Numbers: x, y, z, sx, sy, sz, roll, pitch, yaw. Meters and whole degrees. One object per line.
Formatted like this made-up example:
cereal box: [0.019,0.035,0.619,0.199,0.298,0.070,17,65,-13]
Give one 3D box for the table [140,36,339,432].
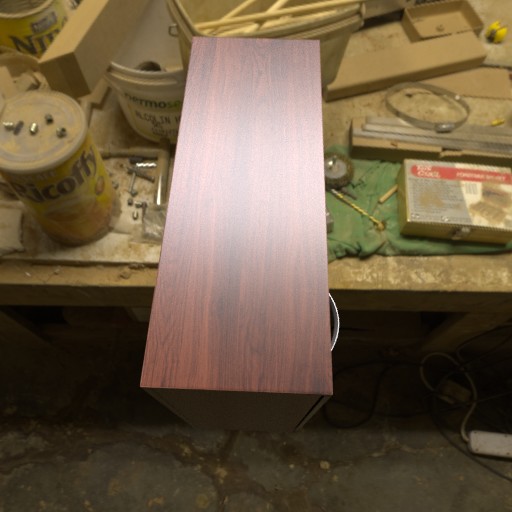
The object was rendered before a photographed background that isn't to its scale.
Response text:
table: [0.000,0.000,1.350,0.380,0.790,0.930,2,64,1]
